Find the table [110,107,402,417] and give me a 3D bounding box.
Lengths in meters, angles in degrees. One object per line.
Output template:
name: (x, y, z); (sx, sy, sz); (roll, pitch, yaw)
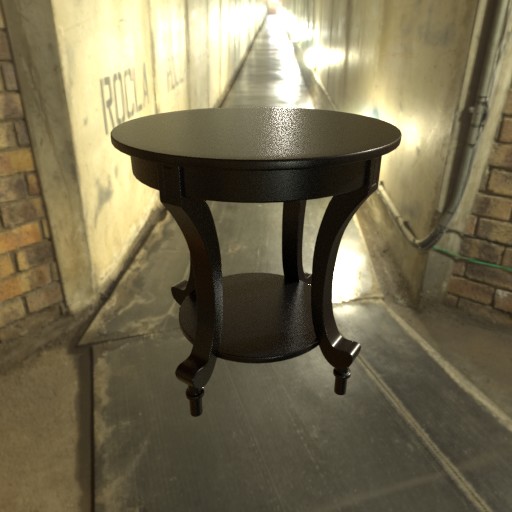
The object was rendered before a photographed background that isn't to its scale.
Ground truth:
table: (0.000, 0.000, 1.080); (0.597, 0.618, 0.597); (0, 26, 0)
